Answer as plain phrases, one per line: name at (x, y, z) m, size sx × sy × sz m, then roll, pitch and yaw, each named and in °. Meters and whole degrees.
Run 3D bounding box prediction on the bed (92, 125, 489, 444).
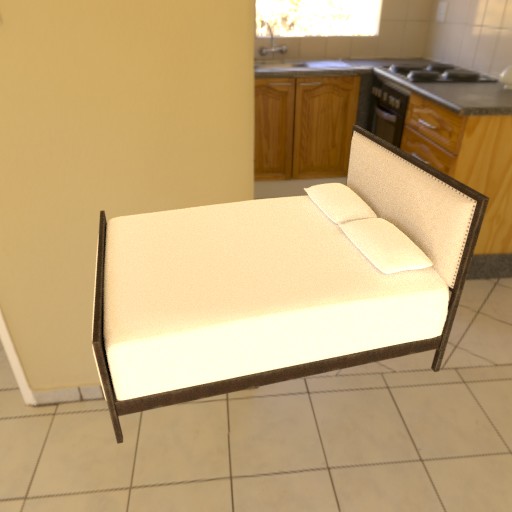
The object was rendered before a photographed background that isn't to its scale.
bed at (0.000, 0.000, 3.181) m, size 2.221 × 1.313 × 1.607 m, roll -8°, pitch 32°, yaw -13°
